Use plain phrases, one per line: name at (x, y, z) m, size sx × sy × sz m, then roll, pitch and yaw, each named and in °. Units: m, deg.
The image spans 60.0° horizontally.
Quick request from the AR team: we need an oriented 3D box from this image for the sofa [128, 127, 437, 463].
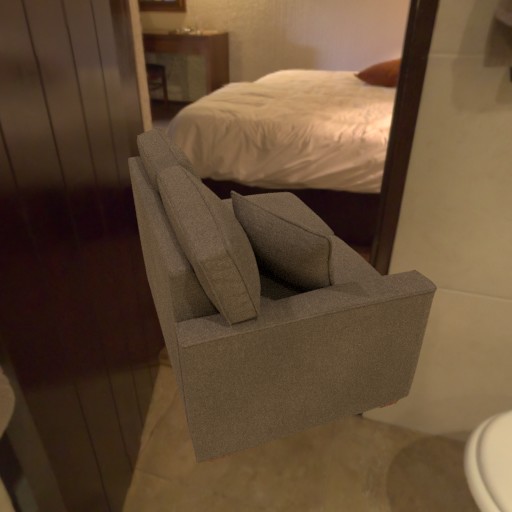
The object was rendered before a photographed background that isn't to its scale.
sofa at (0.000, 0.000, 2.144) m, size 0.991 × 0.989 × 1.388 m, roll -10°, pitch 32°, yaw -17°
